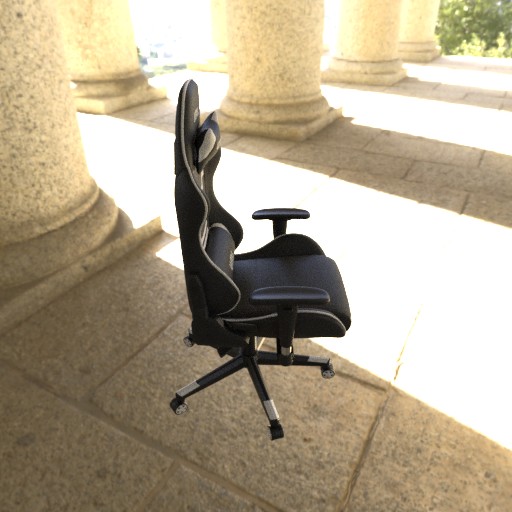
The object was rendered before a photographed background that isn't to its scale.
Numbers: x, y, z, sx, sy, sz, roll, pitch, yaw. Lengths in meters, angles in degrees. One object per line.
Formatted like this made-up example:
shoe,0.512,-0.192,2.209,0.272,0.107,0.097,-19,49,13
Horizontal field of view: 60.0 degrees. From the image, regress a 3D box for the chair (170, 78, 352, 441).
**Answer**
chair,0.000,0.000,1.656,0.700,1.240,0.700,0,31,0
